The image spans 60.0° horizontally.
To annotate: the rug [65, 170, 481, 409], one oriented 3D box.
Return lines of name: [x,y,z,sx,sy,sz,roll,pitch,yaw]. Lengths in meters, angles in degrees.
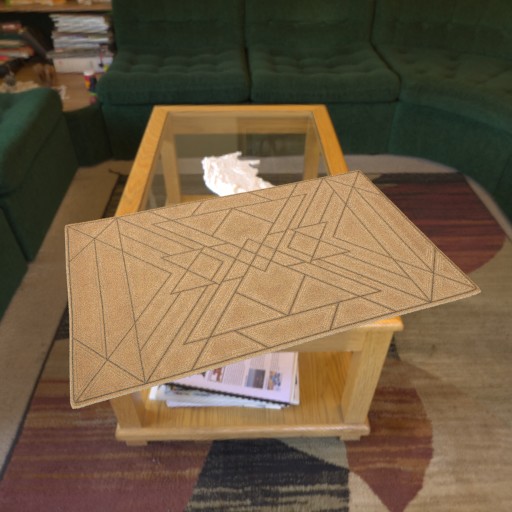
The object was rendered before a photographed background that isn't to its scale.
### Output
rug: [0.000,0.000,3.030,2.459,0.023,1.575,-13,43,-14]
